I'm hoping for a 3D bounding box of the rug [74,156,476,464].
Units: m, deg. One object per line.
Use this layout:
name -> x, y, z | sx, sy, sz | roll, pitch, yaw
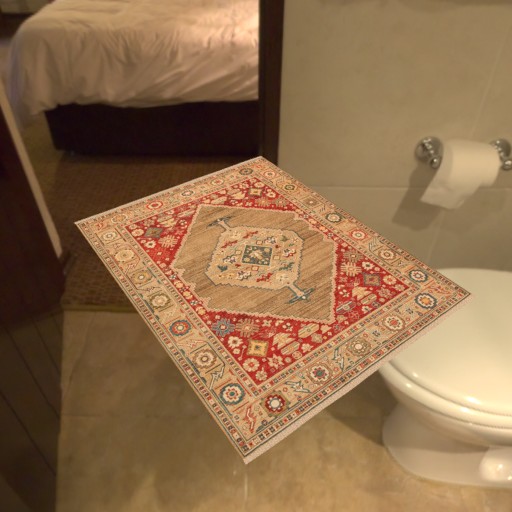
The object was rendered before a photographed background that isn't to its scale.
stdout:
rug -> 0.000, 0.000, 4.258 | 2.451, 0.008, 3.143 | -26, 47, -27
